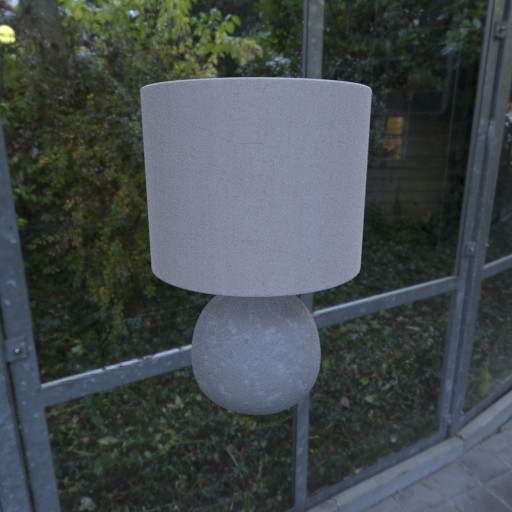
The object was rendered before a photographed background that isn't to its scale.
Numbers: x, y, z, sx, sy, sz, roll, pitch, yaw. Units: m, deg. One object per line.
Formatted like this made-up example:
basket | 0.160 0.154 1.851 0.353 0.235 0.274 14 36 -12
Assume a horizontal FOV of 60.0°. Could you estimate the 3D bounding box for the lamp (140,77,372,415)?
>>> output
lamp | 0.000 0.000 0.584 0.269 0.409 0.269 -3 15 -11
